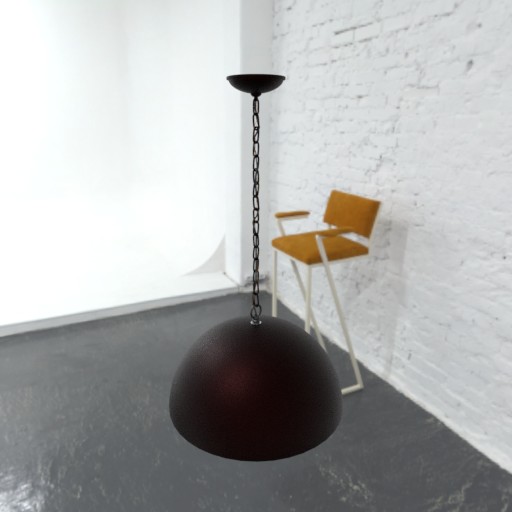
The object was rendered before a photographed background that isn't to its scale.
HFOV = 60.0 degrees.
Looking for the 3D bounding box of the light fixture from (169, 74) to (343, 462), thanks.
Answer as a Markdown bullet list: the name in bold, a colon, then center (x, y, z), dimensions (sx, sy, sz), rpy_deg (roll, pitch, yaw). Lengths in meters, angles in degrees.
- **light fixture**: center (0.000, 0.000, 1.157), dimensions (0.492, 0.869, 0.492), rpy_deg (15, 22, 42)
